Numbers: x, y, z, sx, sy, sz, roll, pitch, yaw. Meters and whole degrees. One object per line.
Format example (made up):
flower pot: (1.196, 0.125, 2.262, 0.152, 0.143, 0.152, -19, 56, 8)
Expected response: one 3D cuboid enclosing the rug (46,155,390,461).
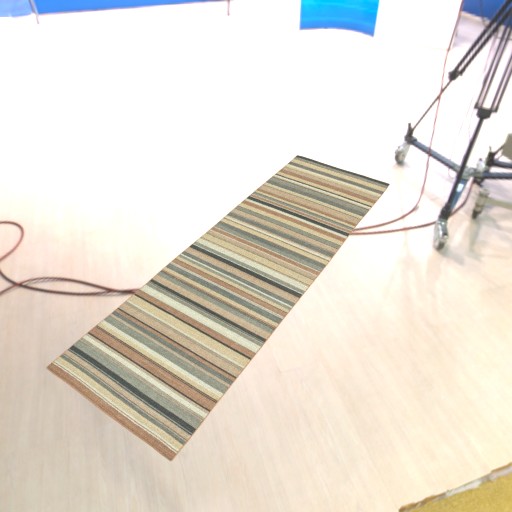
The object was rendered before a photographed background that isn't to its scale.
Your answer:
rug: (0.000, 0.000, 2.704, 0.799, 0.010, 2.444, 24, 47, 24)
